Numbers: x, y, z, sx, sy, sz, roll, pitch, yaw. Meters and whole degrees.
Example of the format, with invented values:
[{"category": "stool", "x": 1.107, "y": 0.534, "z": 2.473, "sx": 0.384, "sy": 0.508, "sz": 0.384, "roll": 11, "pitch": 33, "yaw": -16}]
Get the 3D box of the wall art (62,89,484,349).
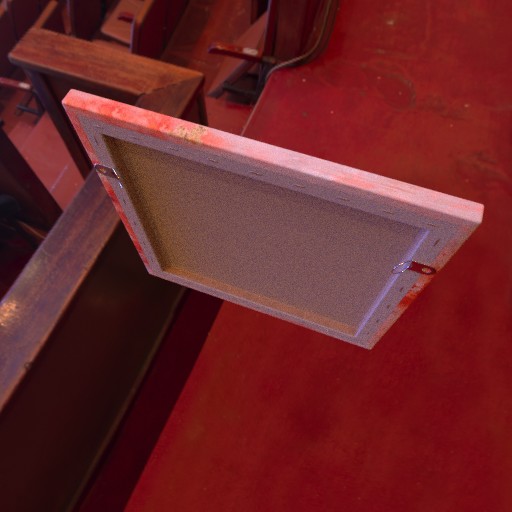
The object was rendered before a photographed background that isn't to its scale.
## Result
[{"category": "wall art", "x": 0.000, "y": 0.000, "z": 1.076, "sx": 0.747, "sy": 0.746, "sz": 0.064, "roll": 18, "pitch": 65, "yaw": 9}]
